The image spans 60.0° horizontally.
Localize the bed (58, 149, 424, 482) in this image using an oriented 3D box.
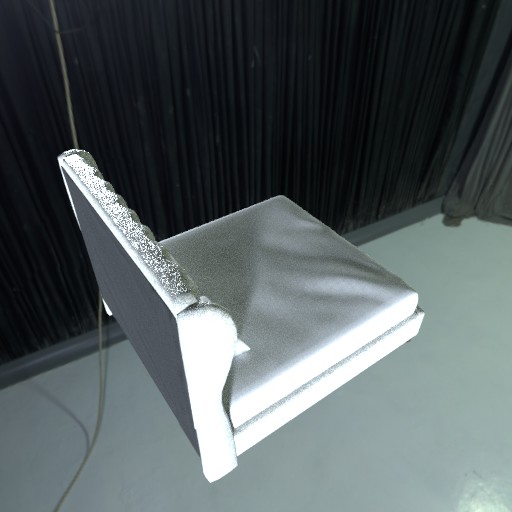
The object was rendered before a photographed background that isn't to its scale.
[{"bbox_3d":[0.000,0.000,3.868,2.347,1.771,2.219,-24,46,-26],"label":"bed"}]
